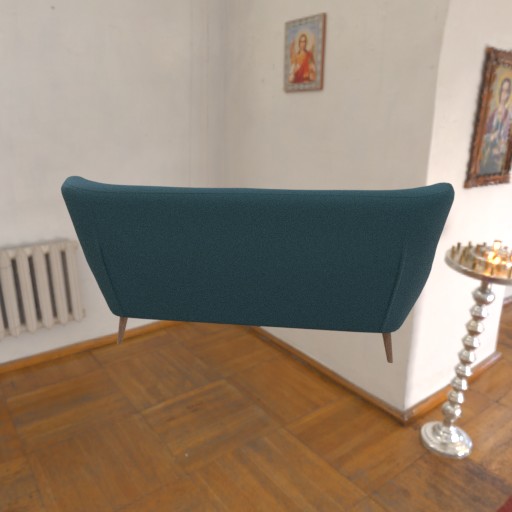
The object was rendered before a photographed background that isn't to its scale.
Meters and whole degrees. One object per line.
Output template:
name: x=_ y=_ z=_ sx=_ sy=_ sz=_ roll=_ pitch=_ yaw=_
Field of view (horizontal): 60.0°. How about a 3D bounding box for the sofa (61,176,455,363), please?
sofa: x=0.000 y=0.000 z=2.413 sx=1.930 sy=0.890 sz=0.889 roll=2 pitch=17 yaw=7
